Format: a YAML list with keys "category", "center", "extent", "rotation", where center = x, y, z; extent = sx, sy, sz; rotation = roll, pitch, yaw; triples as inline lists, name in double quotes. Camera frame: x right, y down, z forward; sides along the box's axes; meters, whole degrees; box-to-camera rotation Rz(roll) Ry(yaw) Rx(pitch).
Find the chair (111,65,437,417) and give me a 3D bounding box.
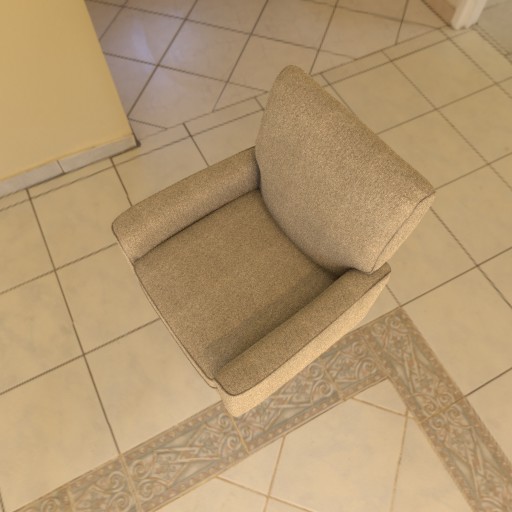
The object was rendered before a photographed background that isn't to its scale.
- category: "chair"
  center: [0.000, 0.000, 1.728]
  extent: [0.858, 1.028, 0.841]
  rotation: [-34, 68, -16]
